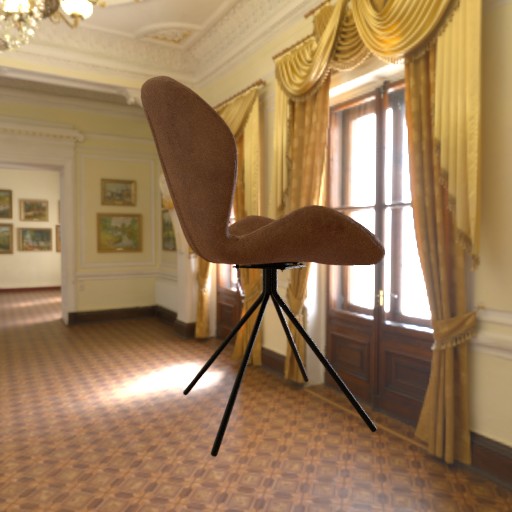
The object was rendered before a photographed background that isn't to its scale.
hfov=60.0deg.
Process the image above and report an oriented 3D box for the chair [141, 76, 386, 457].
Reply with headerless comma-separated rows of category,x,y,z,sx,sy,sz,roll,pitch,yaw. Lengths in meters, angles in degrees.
chair,0.000,0.000,1.288,0.640,0.929,0.527,-1,2,-18
